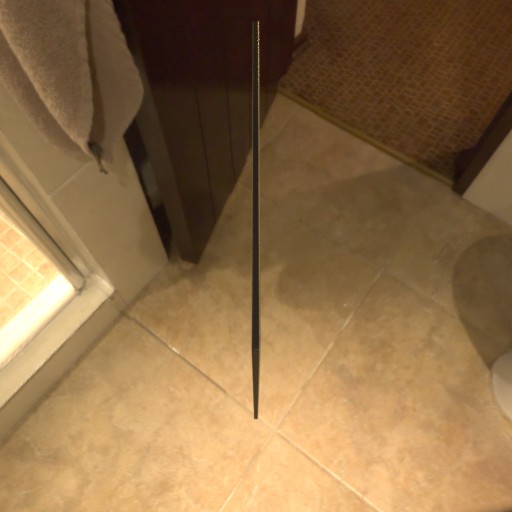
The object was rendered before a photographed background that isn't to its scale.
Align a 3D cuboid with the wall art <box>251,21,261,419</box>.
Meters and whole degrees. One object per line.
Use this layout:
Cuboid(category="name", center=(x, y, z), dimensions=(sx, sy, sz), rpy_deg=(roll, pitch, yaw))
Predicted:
Cuboid(category="wall art", center=(0.000, 0.000, 0.784), dimensions=(0.009, 0.559, 0.483), rpy_deg=(0, 63, 0))
